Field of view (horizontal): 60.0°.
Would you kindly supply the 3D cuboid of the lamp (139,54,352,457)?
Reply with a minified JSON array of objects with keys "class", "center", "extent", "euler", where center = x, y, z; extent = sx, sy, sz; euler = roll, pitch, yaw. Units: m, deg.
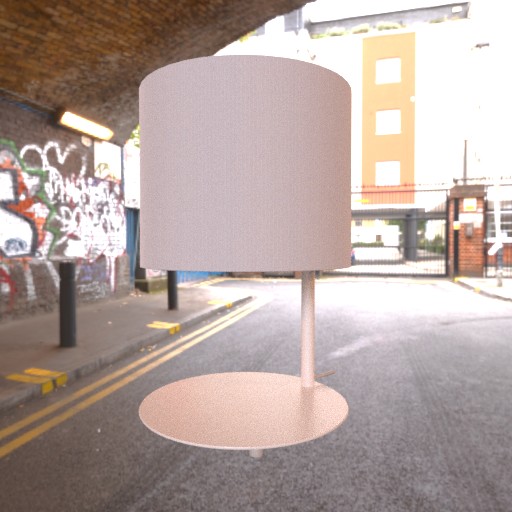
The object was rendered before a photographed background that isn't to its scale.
[{"class":"lamp","center":[0.000,0.000,0.655],"extent":[0.341,0.454,0.299],"euler":[-1,2,-36]}]
